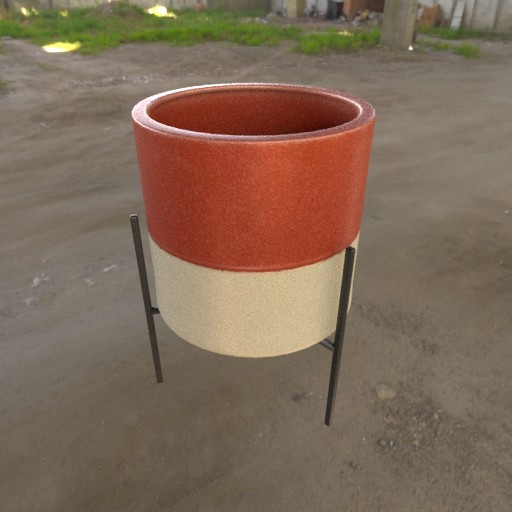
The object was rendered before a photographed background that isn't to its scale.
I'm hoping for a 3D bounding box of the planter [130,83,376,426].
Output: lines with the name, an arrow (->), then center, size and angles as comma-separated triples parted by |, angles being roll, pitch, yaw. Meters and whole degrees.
planter -> 0.000, 0.000, 0.530 | 0.235, 0.354, 0.251 | 9, 33, 14
